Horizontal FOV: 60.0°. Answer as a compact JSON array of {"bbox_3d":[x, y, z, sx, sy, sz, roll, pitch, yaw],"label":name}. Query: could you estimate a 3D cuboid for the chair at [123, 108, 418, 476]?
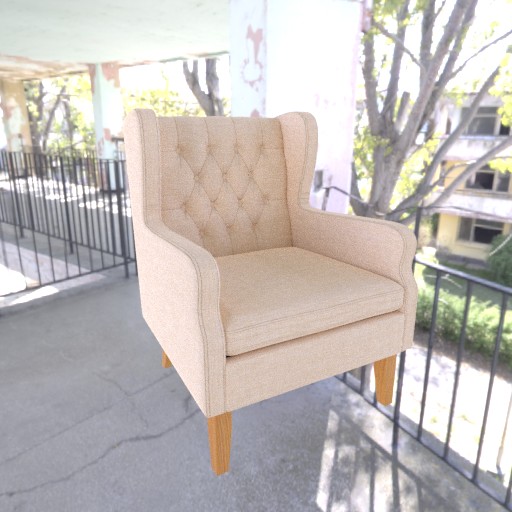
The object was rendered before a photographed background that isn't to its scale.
[{"bbox_3d":[0.000,0.000,1.467,0.710,0.930,0.760,-9,19,-29],"label":"chair"}]
